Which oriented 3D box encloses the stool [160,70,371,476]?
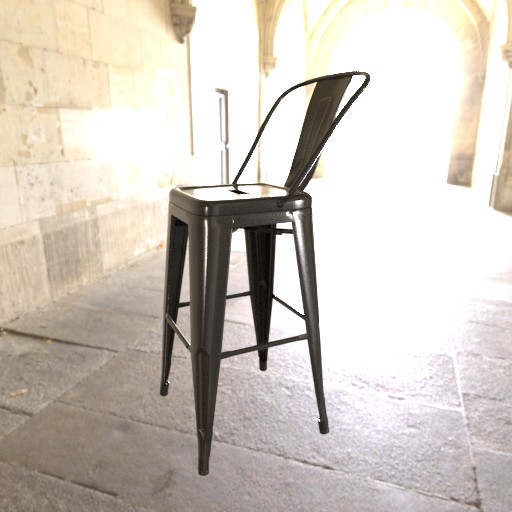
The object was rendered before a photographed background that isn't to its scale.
[{"bbox_3d":[0.000,0.000,1.298,0.528,1.022,0.432,-8,18,-25],"label":"stool"}]
